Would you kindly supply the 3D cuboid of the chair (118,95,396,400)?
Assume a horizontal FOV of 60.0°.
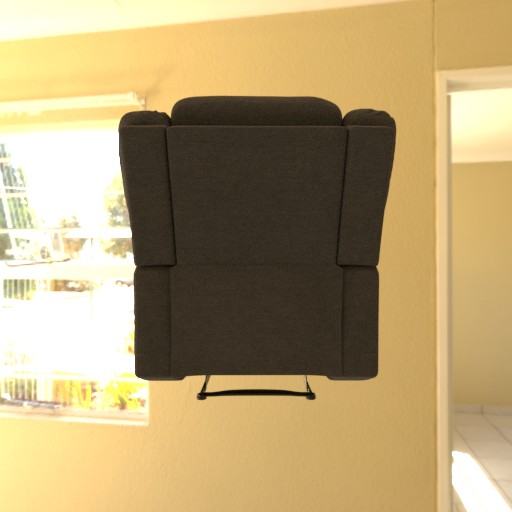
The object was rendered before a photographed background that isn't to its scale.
[{"bbox_3d":[0.000,0.000,1.730,0.899,1.008,0.944,0,-1,0],"label":"chair"}]
